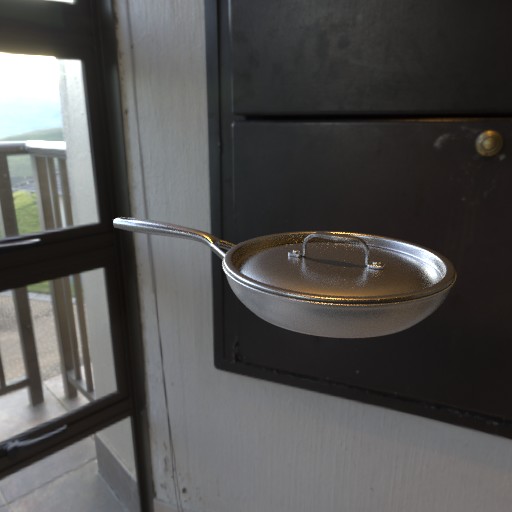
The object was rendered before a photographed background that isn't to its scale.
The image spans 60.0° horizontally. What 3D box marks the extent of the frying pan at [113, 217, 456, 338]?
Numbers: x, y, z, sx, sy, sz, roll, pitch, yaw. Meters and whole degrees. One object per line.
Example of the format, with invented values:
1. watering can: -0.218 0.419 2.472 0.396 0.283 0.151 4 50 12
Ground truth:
1. frying pan: 0.000 0.000 0.592 0.490 0.086 0.272 9 19 27
